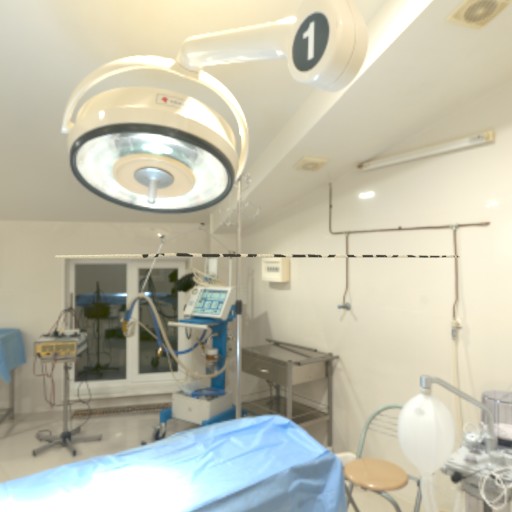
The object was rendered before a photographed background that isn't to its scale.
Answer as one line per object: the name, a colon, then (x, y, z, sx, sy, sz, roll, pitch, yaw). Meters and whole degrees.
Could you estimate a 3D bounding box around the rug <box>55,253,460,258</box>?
rug: (0.000, 0.000, 4.498, 3.369, 0.036, 2.444, 0, 0, -35)
